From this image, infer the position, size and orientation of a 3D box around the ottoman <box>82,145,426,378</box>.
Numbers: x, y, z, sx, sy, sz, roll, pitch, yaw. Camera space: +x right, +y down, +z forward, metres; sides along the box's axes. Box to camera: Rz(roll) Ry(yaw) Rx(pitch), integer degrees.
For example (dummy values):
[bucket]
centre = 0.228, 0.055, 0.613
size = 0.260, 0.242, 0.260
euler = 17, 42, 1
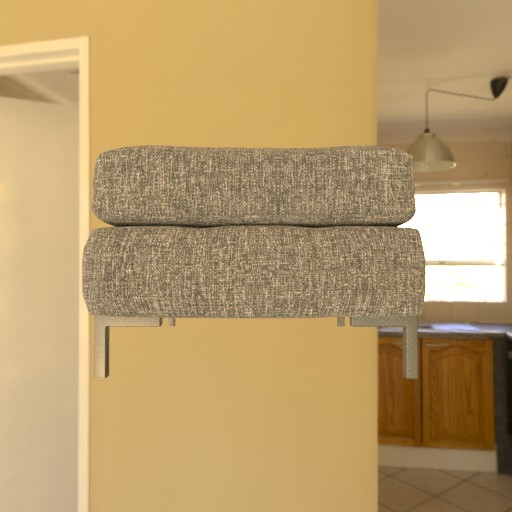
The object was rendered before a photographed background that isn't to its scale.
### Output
[ottoman]
centre = 0.000, 0.000, 1.216
size = 0.683, 0.480, 0.828
euler = 0, -1, 0
